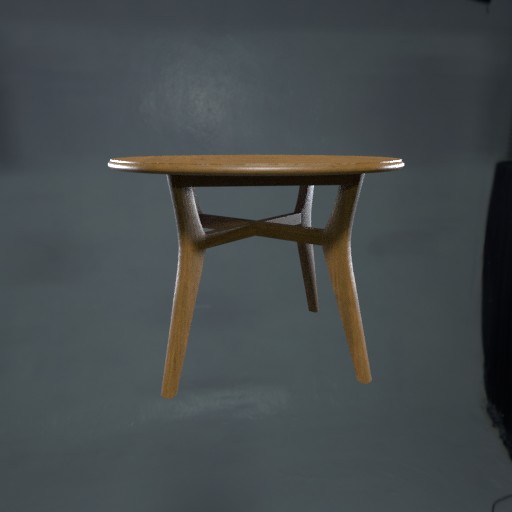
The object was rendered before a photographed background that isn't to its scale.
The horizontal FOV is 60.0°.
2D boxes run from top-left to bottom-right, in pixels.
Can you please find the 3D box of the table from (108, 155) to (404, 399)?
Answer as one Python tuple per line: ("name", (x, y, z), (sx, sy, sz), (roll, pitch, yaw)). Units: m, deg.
("table", (0.000, 0.000, 1.751), (1.055, 0.757, 1.055), (0, 14, 0))
